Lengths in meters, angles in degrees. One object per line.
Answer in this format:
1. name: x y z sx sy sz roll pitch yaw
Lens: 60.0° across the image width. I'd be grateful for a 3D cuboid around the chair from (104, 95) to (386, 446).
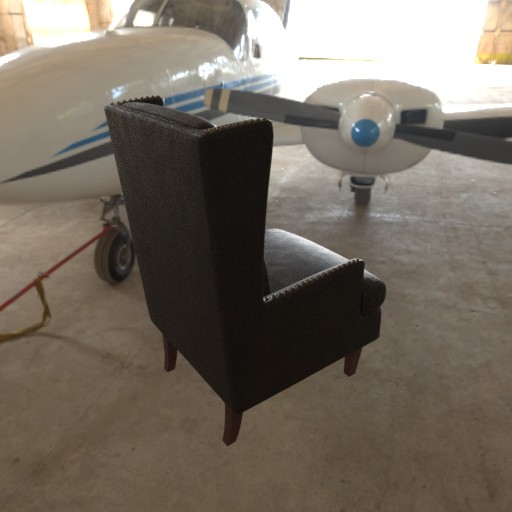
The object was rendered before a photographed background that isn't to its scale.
1. chair: 0.000 0.000 1.706 0.799 1.142 0.703 -17 31 -32
